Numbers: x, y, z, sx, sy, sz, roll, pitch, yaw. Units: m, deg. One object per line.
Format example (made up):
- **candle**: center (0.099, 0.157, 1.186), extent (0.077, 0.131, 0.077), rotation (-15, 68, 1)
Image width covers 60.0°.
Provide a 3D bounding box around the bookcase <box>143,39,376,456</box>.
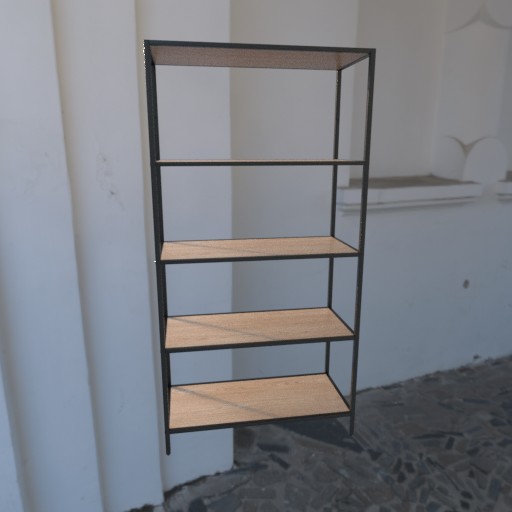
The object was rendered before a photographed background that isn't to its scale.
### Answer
- **bookcase**: center (0.000, 0.000, 1.784), extent (0.770, 1.500, 0.350), rotation (-2, 14, -9)
